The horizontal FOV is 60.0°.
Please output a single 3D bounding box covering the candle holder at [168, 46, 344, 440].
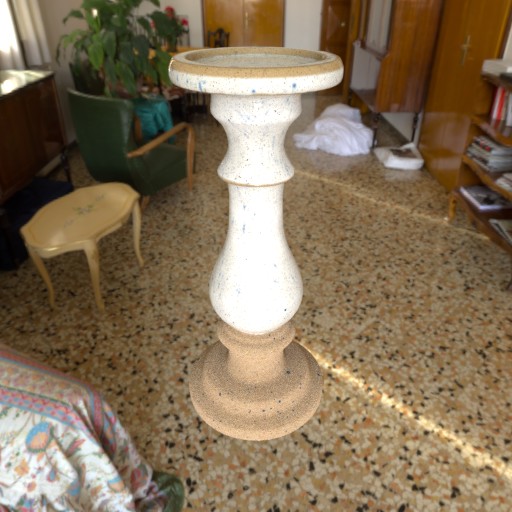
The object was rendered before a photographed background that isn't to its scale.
[{"bbox_3d":[0.000,0.000,0.245,0.088,0.203,0.088,0,31,0],"label":"candle holder"}]
